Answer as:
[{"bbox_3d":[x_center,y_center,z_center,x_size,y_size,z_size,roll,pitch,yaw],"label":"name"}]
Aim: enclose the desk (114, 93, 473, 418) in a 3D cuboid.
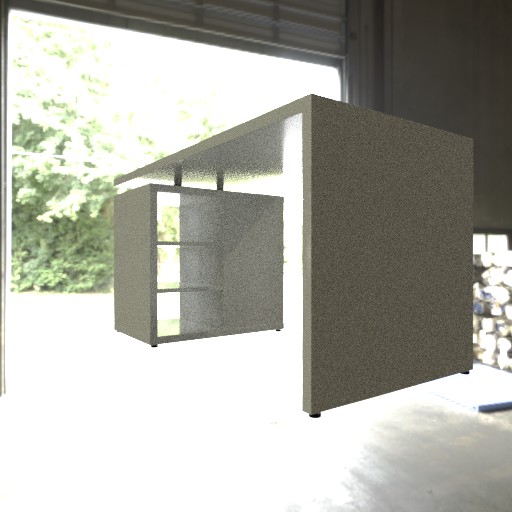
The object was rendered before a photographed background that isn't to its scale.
[{"bbox_3d":[0.000,0.000,1.771,0.690,0.740,1.400,0,0,-35],"label":"desk"}]
